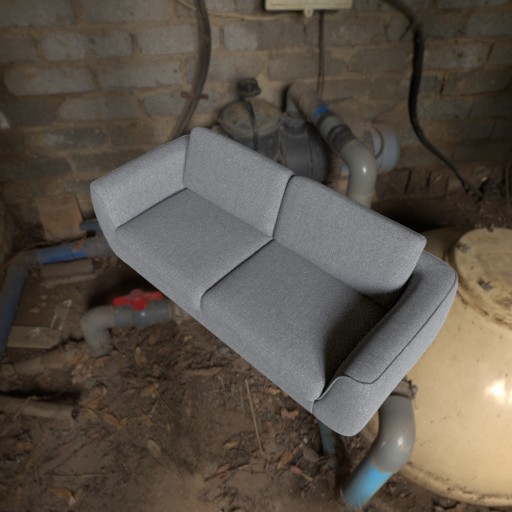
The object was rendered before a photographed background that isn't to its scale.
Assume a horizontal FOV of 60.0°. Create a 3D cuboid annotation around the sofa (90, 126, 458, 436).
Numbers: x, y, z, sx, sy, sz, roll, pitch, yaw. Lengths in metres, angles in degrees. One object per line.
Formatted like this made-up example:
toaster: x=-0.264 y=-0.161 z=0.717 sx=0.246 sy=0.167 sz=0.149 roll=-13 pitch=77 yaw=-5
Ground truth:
sofa: x=0.000 y=0.000 z=2.510 sx=2.000 sy=0.870 sz=0.920 roll=33 pitch=54 yaw=29
